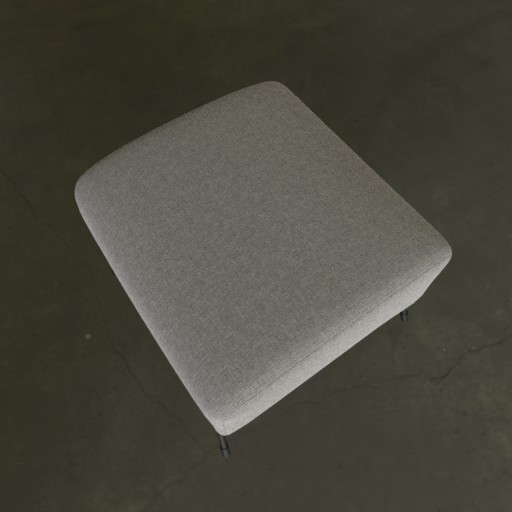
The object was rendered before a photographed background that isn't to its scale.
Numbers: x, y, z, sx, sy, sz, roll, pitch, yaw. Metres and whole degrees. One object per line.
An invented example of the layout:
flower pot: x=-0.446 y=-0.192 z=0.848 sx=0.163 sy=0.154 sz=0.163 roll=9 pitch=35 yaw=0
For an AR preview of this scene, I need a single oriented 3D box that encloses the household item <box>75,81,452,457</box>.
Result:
household item: x=0.000 y=0.000 z=0.912 sx=0.530 sy=0.410 sz=0.530 roll=-32 pitch=66 yaw=-16
